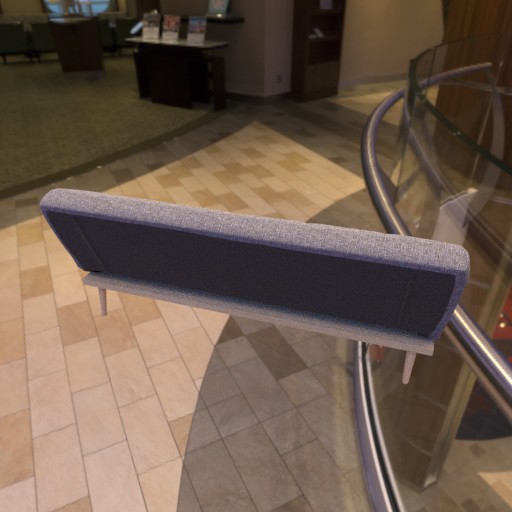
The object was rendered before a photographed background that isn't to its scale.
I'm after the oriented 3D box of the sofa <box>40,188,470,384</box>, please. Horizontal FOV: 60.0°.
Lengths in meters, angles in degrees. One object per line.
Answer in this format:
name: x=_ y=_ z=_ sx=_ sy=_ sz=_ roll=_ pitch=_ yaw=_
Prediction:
sofa: x=0.000 y=0.000 z=2.250 sx=1.820 sy=0.770 sz=0.820 roll=9 pitch=33 yaw=15
